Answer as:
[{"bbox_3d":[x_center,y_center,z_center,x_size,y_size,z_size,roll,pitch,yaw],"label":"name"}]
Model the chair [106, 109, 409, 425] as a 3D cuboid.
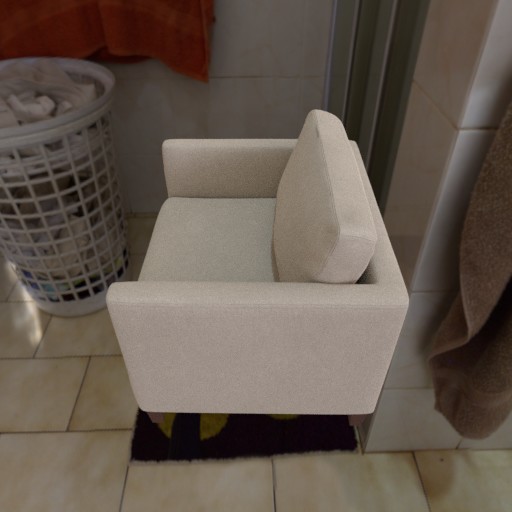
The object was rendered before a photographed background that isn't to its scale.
[{"bbox_3d":[0.000,0.000,1.898,0.959,0.961,1.107,0,41,1],"label":"chair"}]
